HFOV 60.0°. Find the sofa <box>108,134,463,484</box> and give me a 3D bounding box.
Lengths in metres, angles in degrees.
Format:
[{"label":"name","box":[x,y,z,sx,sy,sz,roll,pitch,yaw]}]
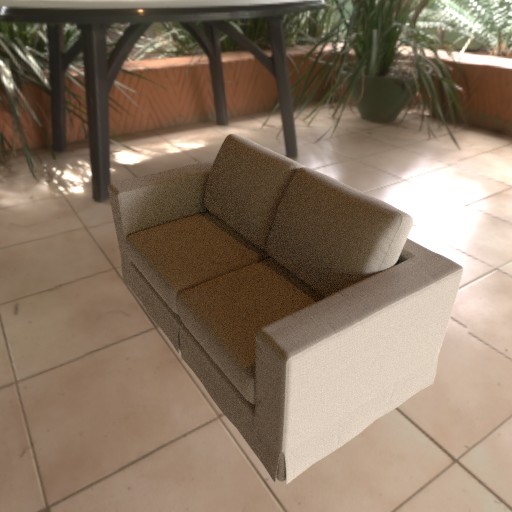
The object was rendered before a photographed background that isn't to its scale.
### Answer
[{"label":"sofa","box":[0.000,0.000,2.419,1.009,0.932,1.813,-20,37,-29]}]
